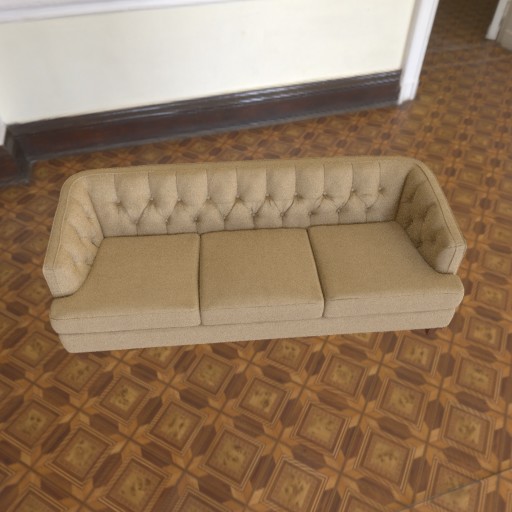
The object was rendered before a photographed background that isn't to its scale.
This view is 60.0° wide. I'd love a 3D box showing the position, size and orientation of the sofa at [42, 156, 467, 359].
[{"bbox_3d":[0.000,0.000,2.682,2.235,0.788,0.913,-3,45,-3],"label":"sofa"}]
